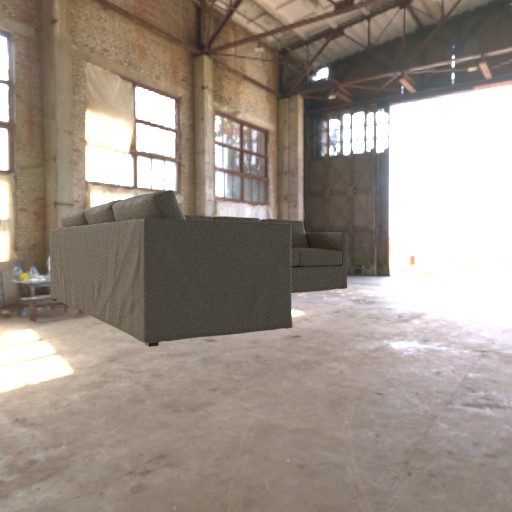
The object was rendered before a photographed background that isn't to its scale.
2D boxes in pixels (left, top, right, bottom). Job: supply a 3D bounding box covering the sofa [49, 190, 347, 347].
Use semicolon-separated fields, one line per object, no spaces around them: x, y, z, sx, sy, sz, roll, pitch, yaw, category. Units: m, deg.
0.000;0.000;4.216;3.182;0.871;2.432;-1;2;-36;sofa
